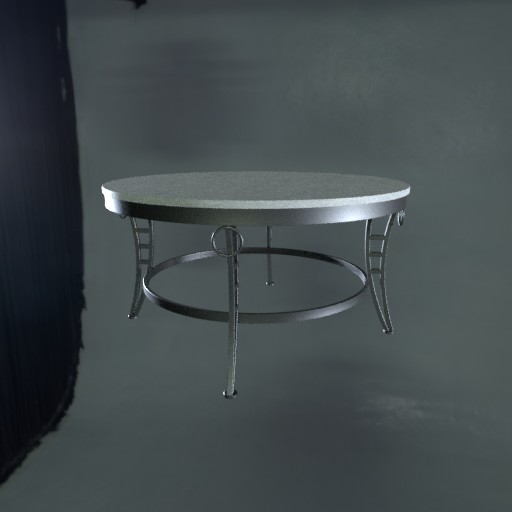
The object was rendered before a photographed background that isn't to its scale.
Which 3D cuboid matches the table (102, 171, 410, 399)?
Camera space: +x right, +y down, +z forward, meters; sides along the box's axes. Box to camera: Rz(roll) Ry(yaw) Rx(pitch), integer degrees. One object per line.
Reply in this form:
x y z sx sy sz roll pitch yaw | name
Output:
0.000 0.000 1.409 0.889 0.470 0.889 0 15 0 | table
